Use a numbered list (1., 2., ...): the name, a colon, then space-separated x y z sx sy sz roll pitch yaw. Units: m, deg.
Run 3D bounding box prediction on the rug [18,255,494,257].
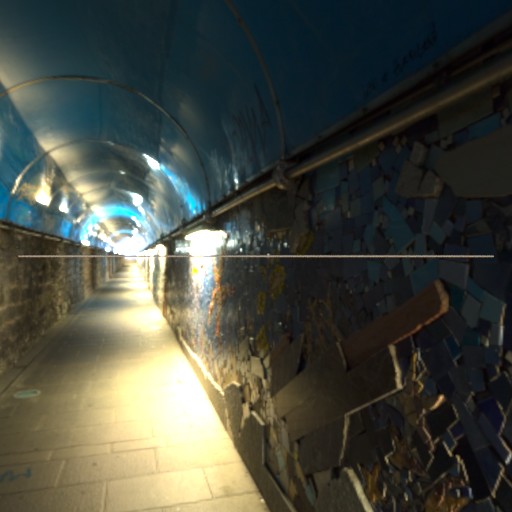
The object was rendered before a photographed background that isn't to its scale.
1. rug: 0.000 0.000 2.654 2.439 0.008 0.762 0 0 0
